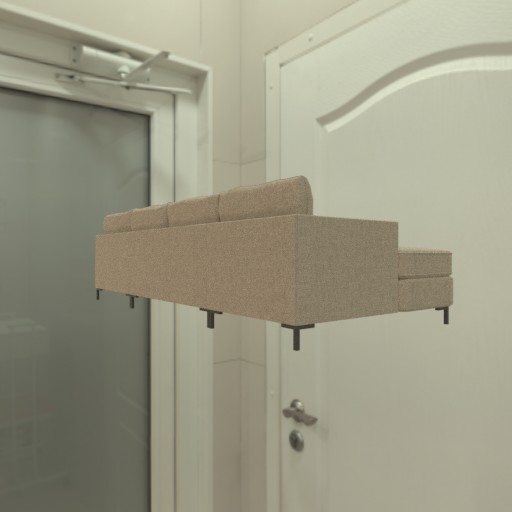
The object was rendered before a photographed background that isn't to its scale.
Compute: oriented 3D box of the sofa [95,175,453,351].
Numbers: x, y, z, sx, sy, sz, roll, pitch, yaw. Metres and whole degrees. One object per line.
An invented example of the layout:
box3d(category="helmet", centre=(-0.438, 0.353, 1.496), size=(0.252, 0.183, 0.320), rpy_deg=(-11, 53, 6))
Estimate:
box3d(category="sofa", centre=(0.000, 0.000, 4.284), size=(2.021, 0.996, 3.423), rpy_deg=(0, 0, -37))
